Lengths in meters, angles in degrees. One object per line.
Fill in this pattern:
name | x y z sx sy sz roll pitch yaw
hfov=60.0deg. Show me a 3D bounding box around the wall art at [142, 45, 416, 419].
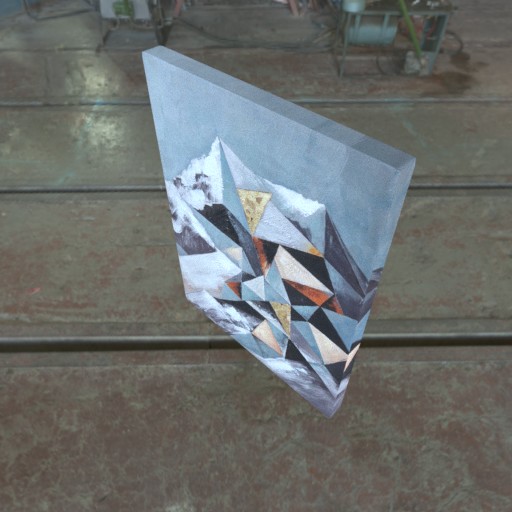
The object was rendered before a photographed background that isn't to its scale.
wall art | 0.000 0.000 0.804 0.455 0.613 0.037 35 55 29
